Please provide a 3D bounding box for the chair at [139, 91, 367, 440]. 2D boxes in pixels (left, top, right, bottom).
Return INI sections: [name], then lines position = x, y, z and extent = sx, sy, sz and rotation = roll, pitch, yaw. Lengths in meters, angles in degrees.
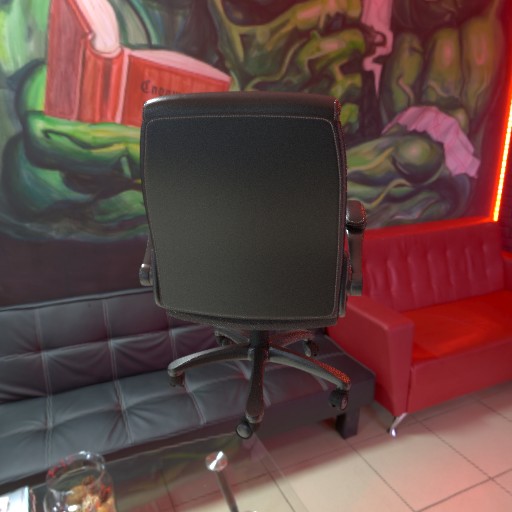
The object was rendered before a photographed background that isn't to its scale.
[chair]
position = 0.000, 0.000, 1.649
extent = 0.782, 1.110, 0.724
rotation = 2, 16, 8
